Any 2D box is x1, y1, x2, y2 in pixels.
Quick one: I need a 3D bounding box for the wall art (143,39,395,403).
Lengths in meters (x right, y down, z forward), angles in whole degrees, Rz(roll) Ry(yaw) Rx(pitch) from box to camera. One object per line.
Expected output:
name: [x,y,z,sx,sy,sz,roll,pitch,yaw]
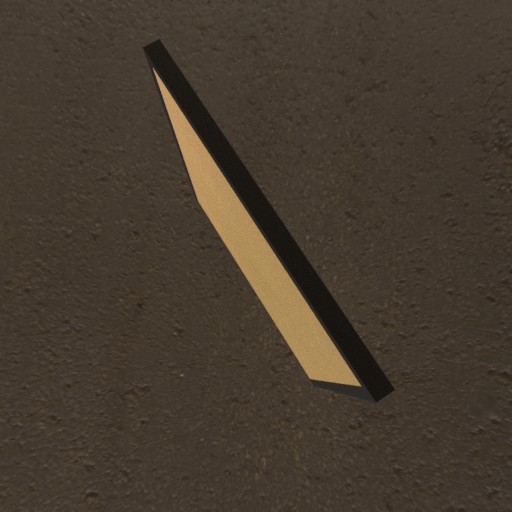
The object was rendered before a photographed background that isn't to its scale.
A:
wall art: [0.000,0.000,1.136,0.037,0.760,0.762,-31,78,-8]
